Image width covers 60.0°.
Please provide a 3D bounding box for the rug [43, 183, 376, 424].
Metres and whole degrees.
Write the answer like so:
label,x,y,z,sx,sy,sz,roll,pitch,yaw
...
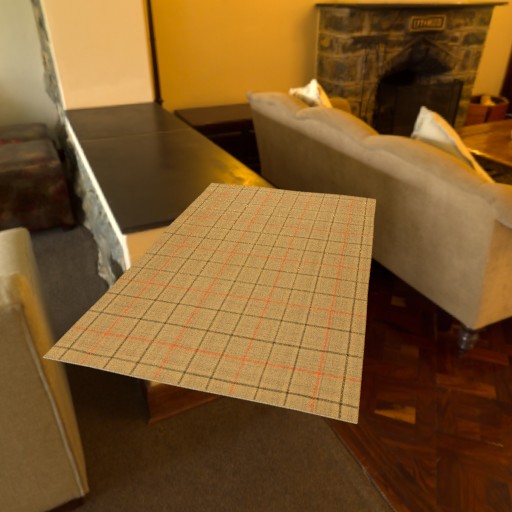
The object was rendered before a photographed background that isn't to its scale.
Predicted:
label,x,y,z,sx,sy,sz,roll,pitch,yaw
rug,0.000,0.000,3.031,1.524,0.015,2.439,8,31,13
